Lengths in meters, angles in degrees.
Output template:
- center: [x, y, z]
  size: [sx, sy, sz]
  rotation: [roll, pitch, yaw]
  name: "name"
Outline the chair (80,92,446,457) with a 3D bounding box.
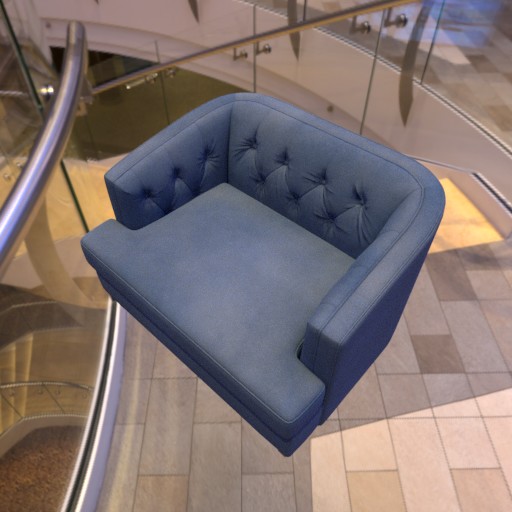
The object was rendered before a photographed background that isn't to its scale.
- center: [0.000, 0.000, 1.761]
  size: [1.118, 0.787, 0.914]
  rotation: [34, 56, 28]
  name: "chair"
